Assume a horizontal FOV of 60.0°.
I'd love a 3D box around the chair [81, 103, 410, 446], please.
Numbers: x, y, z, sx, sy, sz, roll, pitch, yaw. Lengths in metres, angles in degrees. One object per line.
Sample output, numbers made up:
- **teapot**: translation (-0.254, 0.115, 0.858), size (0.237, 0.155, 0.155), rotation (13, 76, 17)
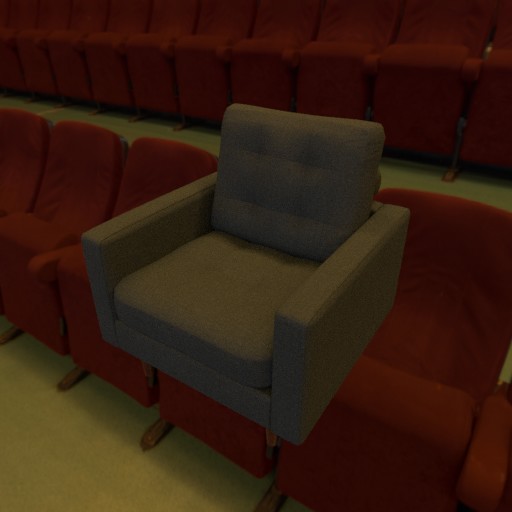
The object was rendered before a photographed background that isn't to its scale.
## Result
- **chair**: translation (0.000, 0.000, 1.544), size (0.821, 0.880, 0.843), rotation (18, 35, 29)
